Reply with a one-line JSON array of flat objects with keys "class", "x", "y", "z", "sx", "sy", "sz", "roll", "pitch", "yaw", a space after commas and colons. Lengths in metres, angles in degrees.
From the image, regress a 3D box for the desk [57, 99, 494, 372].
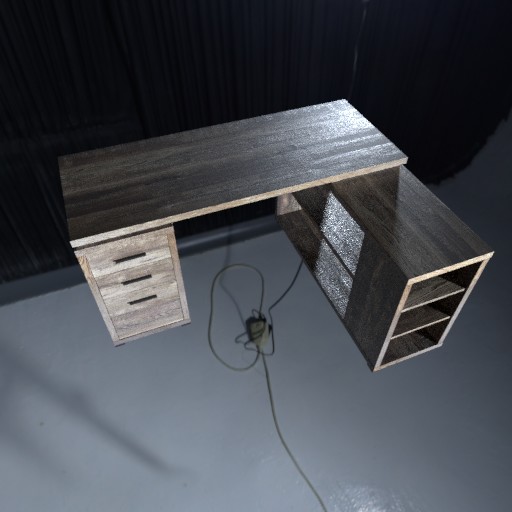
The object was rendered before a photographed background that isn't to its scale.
[{"class": "desk", "x": 0.000, "y": 0.000, "z": 2.154, "sx": 1.524, "sy": 0.753, "sz": 1.200, "roll": -16, "pitch": 49, "yaw": -15}]
